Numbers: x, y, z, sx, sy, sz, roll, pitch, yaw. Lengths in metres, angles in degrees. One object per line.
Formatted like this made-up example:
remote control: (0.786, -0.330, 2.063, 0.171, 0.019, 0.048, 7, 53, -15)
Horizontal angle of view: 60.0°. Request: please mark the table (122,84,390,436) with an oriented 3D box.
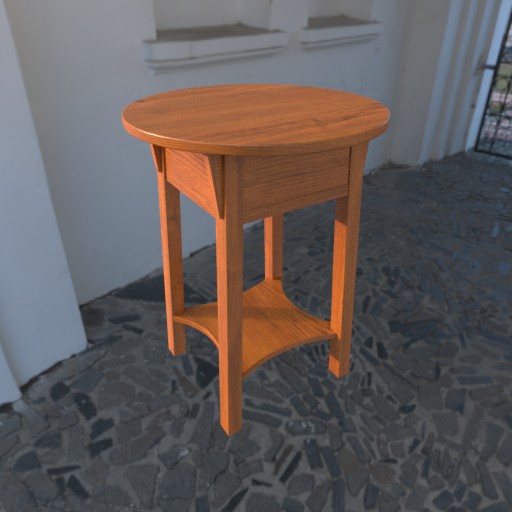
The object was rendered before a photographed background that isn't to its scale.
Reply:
table: (0.000, 0.000, 0.933, 0.457, 0.610, 0.457, 0, 31, 0)
